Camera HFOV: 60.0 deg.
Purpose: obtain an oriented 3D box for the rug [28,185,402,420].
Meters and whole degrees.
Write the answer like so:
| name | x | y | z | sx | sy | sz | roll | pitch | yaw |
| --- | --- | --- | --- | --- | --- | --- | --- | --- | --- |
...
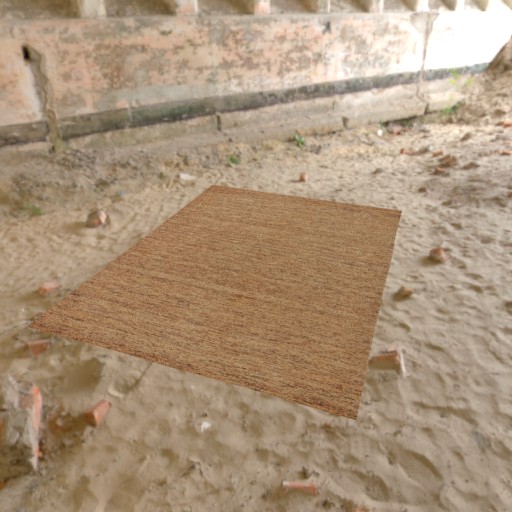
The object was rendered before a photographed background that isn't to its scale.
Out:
| name | x | y | z | sx | sy | sz | roll | pitch | yaw |
| --- | --- | --- | --- | --- | --- | --- | --- | --- | --- |
| rug | 0.000 | 0.000 | 4.238 | 2.438 | 0.012 | 3.200 | 10 | 31 | 18 |
